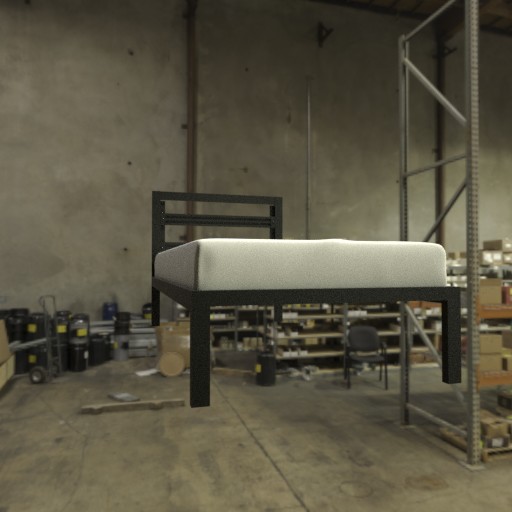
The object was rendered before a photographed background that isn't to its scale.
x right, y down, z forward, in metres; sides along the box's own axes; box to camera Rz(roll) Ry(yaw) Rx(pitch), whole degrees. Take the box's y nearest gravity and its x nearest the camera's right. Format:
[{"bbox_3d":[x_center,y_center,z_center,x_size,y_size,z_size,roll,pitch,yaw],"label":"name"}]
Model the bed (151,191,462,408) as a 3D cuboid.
[{"bbox_3d":[0.000,0.000,2.417,0.991,0.967,1.930,0,-1,-17],"label":"bed"}]
